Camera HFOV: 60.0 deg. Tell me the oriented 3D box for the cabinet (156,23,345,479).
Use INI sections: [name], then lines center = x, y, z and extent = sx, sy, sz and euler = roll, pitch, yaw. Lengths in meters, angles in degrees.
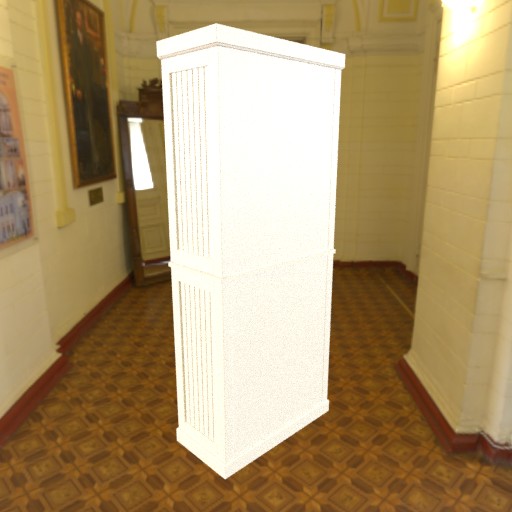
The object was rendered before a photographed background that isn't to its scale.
[cabinet]
center = 0.000, 0.000, 2.116
extent = 0.754, 1.829, 0.390
euler = -13, 19, -42
